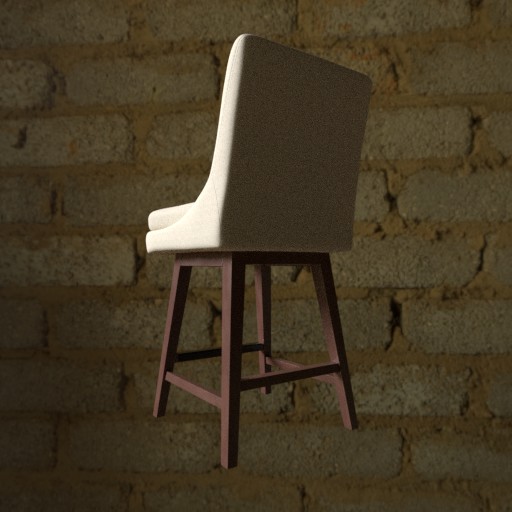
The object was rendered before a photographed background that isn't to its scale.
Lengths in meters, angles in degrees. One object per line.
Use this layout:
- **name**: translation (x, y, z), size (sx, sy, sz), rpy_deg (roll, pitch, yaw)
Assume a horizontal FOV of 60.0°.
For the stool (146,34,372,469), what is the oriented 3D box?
- **stool**: translation (0.000, 0.000, 1.306), size (0.483, 0.991, 0.559), rpy_deg (1, -1, -35)
